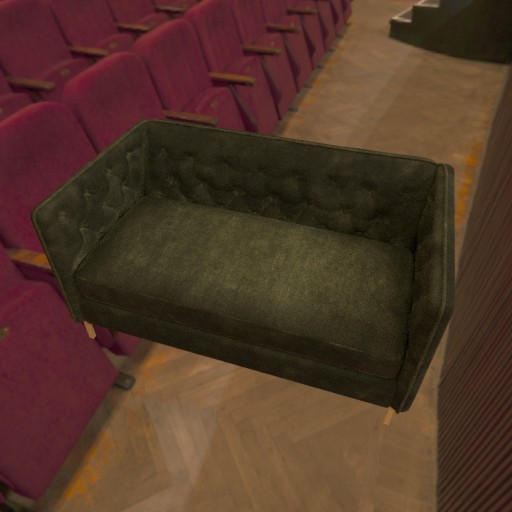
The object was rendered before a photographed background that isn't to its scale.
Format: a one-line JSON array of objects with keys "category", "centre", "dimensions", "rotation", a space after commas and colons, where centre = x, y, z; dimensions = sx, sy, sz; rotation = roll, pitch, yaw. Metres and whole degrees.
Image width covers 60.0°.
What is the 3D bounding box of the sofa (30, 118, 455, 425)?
[{"category": "sofa", "centre": [0.000, 0.000, 2.013], "dimensions": [1.537, 0.768, 0.895], "rotation": [12, 43, 14]}]
